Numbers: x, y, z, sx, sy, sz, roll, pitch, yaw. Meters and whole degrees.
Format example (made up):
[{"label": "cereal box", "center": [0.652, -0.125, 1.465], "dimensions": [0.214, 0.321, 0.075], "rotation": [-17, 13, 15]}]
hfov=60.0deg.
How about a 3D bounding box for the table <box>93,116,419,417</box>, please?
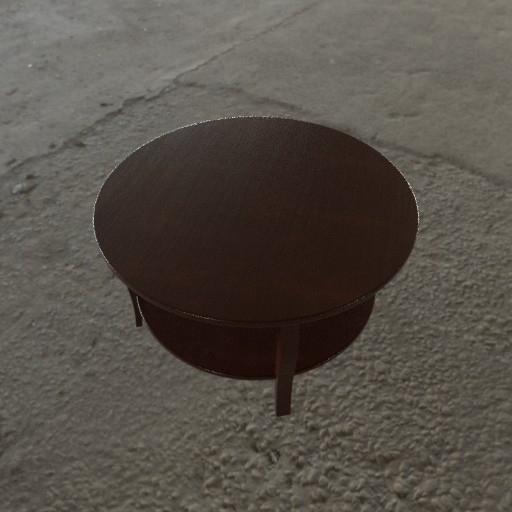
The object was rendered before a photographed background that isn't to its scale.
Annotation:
[{"label": "table", "center": [0.000, 0.000, 1.457], "dimensions": [0.911, 0.512, 0.911], "rotation": [0, 45, 0]}]
